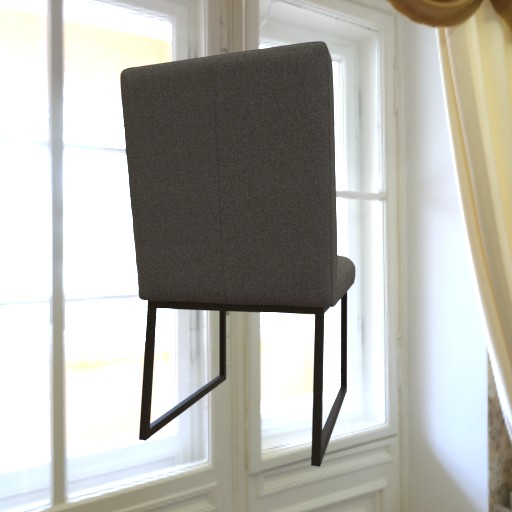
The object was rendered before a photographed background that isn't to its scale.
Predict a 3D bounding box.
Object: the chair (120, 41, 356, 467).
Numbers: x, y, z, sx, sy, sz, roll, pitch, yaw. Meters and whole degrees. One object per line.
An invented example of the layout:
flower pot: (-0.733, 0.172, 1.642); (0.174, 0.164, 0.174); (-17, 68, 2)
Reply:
chair: (0.000, 0.000, 1.293); (0.520, 0.930, 0.634); (0, 1, 18)
